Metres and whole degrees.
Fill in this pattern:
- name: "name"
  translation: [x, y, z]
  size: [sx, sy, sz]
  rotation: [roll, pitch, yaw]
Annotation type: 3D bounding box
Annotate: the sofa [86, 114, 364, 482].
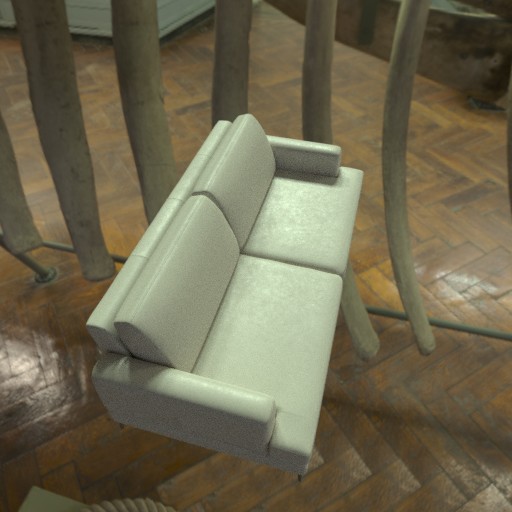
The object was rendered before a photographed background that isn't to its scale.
- name: "sofa"
  translation: [0.000, 0.000, 2.407]
  size: [0.974, 0.765, 1.940]
  rotation: [11, 48, 11]
